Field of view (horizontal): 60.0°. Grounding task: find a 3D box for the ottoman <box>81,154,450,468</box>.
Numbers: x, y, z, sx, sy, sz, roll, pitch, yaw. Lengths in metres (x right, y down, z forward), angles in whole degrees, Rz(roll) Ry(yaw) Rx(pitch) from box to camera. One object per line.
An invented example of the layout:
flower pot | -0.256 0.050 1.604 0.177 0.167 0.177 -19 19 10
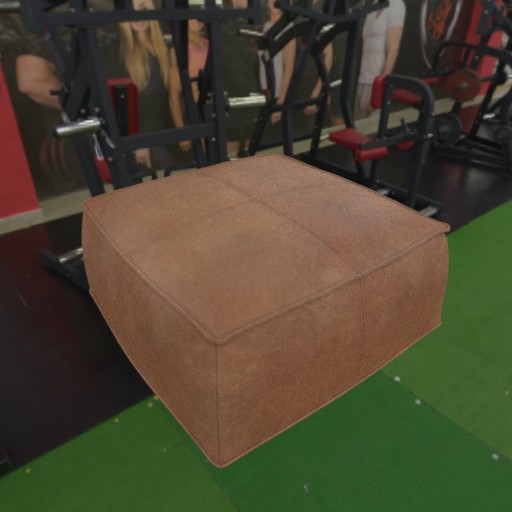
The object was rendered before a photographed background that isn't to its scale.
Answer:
ottoman | 0.000 0.000 1.398 0.901 0.395 0.902 -21 37 -31
